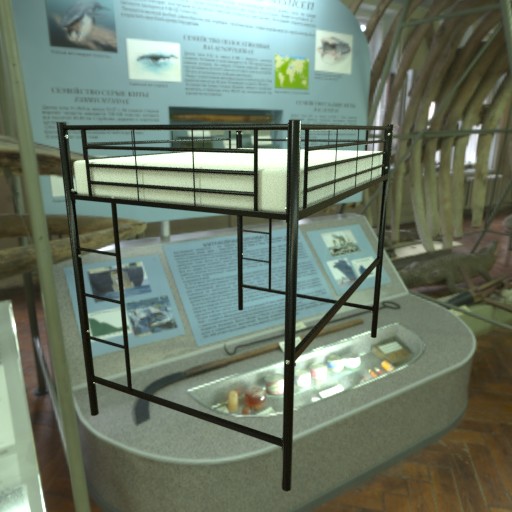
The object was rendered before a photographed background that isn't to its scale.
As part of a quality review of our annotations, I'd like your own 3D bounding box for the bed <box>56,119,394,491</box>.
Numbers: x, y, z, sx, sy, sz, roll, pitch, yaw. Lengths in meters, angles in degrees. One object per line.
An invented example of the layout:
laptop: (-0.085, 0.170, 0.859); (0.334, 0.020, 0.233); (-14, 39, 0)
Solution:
bed: (0.000, 0.000, 3.146); (1.397, 1.803, 1.994); (8, 18, 26)
